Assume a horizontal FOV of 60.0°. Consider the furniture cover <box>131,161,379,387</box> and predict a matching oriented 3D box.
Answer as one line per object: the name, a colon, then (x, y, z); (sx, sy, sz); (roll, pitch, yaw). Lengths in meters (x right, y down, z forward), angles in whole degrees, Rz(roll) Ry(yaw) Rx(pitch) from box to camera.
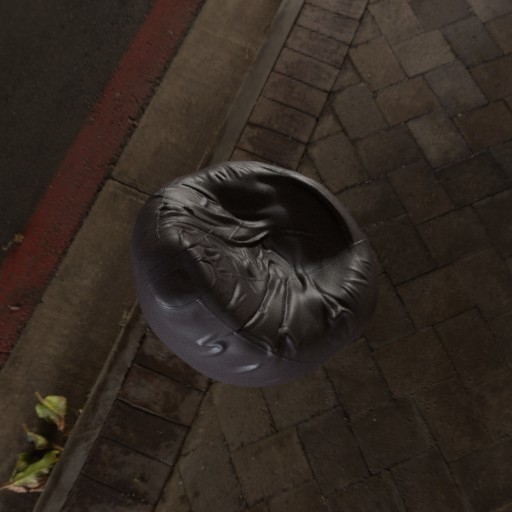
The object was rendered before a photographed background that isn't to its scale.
furniture cover: (0.000, 0.000, 1.910); (1.070, 0.990, 1.070); (-34, 78, -9)
